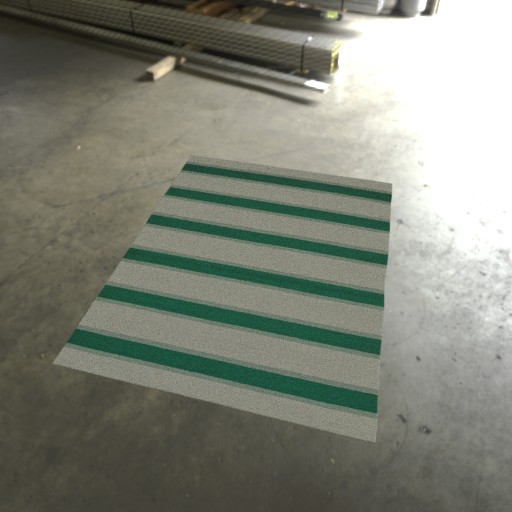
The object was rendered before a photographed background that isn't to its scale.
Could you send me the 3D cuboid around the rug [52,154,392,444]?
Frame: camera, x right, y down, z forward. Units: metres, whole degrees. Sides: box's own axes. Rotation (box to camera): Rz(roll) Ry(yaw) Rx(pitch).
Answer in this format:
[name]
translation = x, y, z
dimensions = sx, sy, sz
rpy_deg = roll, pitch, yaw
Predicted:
[rug]
translation = 0.000, 0.000, 4.208
dimensions = 2.434, 0.019, 3.041
rpy_deg = 10, 46, 10
